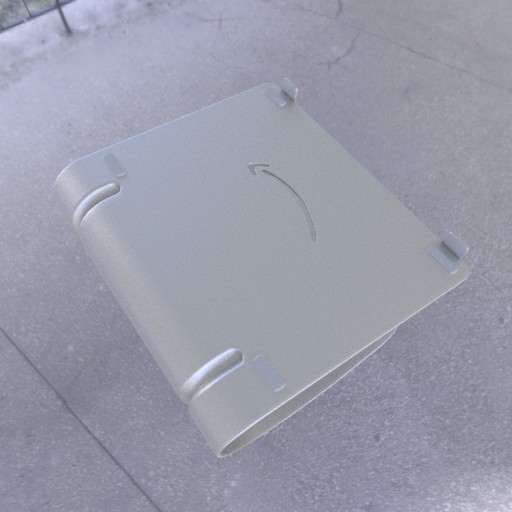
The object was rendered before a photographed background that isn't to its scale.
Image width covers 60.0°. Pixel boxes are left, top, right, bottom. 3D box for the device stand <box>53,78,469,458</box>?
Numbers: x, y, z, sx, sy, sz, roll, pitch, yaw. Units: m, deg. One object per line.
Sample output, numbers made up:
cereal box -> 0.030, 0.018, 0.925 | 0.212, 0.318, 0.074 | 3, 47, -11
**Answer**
device stand -> 0.000, 0.000, 0.394 | 0.236, 0.155, 0.256 | -33, 68, -15
